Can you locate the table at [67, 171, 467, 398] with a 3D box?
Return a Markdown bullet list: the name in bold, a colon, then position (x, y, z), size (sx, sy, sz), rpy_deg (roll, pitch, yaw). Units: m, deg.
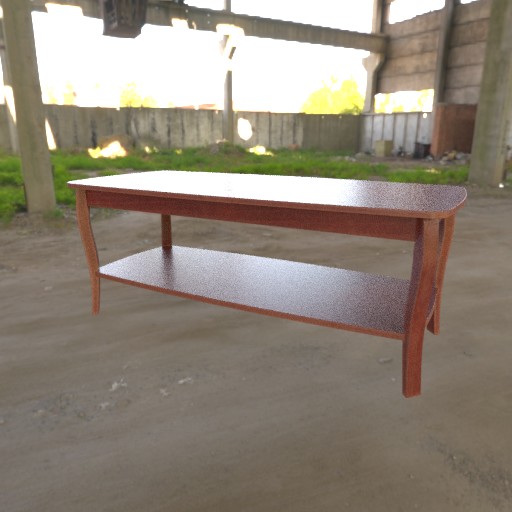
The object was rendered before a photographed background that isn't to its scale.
- **table**: position (0.000, 0.000, 1.473), size (1.216, 0.473, 0.561), rpy_deg (8, 18, 27)
